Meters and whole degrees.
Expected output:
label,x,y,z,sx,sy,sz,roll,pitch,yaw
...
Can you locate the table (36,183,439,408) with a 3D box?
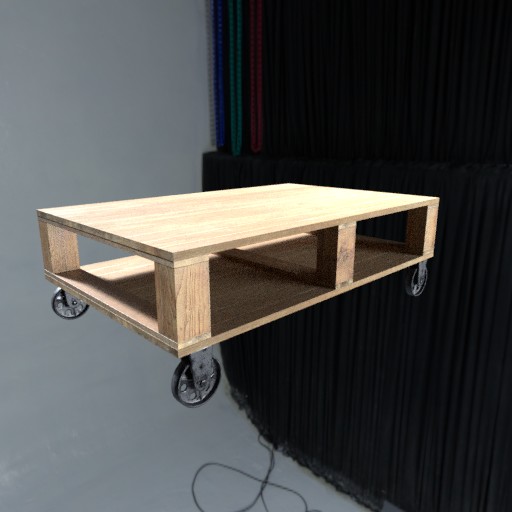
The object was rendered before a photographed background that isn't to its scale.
label,x,y,z,sx,sy,sz,roll,pitch,yaw
table,0.000,0.000,1.726,1.299,0.413,0.827,-14,20,-42
